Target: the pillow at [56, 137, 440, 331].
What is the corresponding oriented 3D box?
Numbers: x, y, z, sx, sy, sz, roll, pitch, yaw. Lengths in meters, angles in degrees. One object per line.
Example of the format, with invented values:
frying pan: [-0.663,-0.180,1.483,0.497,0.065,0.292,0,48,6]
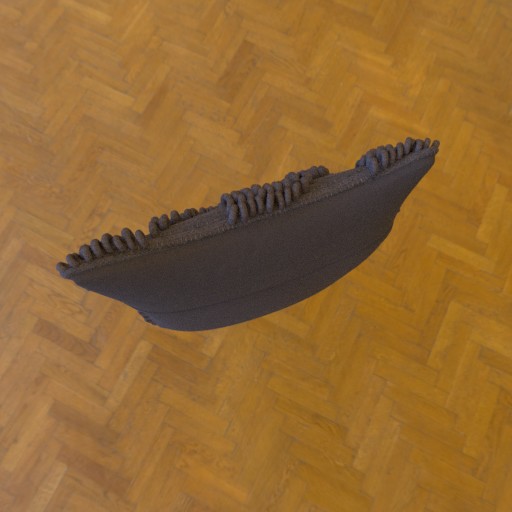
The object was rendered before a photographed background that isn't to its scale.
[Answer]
pillow: [0.000,0.000,0.718,0.470,0.467,0.172,-19,75,-5]
